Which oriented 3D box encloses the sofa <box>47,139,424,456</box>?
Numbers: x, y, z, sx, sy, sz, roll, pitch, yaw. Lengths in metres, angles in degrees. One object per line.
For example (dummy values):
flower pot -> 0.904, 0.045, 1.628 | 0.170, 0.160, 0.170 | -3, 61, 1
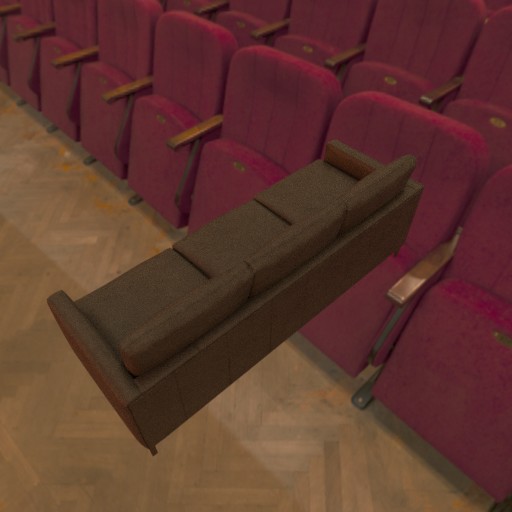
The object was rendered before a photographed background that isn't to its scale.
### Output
sofa -> 0.000, 0.000, 2.432 | 2.029, 0.805, 0.748 | -33, 55, -28
